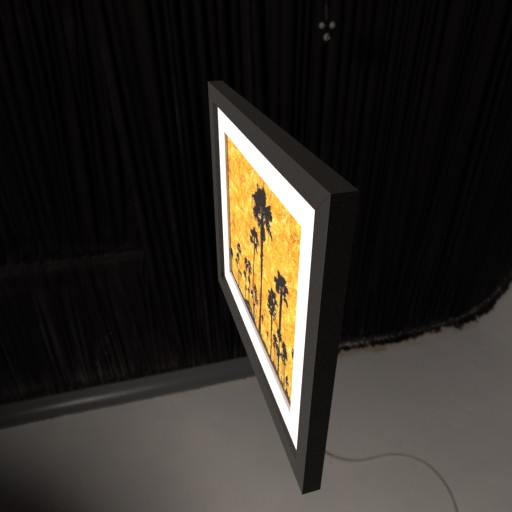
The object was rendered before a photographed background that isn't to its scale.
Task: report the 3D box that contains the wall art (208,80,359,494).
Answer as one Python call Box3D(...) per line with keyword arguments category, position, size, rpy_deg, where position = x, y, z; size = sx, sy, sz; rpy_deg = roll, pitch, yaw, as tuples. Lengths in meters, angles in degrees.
Box3D(category="wall art", position=(0.000, 0.000, 0.740), size=(0.028, 0.460, 0.561), rpy_deg=(-9, 32, -14))
